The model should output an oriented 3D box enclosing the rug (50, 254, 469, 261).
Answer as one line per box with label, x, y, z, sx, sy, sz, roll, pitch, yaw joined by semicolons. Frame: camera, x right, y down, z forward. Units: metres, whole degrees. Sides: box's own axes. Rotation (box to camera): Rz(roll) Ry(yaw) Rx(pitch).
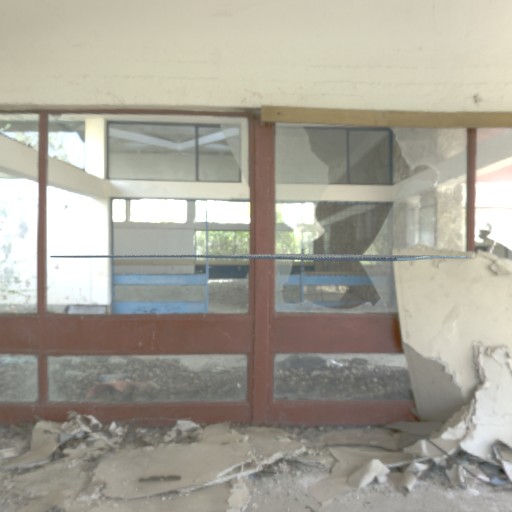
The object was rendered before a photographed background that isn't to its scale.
rug;0.000;0.000;2.214;1.777;0.021;1.145;0;0;35
